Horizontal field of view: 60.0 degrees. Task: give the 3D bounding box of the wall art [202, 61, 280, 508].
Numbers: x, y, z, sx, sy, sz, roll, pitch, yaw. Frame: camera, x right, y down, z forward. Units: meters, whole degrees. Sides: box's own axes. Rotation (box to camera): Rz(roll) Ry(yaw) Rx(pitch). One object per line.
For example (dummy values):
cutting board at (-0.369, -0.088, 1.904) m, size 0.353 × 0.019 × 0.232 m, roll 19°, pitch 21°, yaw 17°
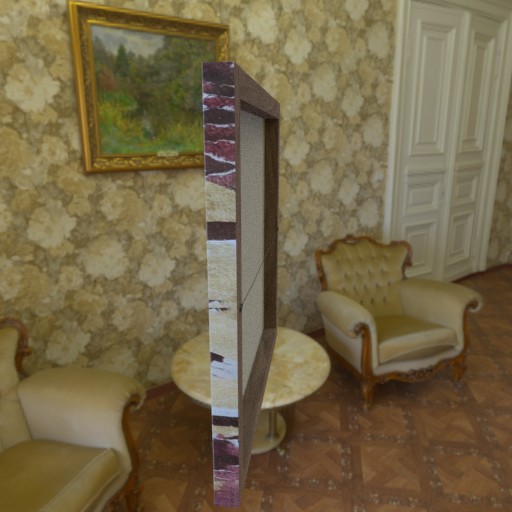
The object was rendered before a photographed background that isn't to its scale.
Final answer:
wall art at (0.000, 0.000, 0.872) m, size 0.041 × 0.613 × 0.609 m, roll 2°, pitch 15°, yaw 8°
